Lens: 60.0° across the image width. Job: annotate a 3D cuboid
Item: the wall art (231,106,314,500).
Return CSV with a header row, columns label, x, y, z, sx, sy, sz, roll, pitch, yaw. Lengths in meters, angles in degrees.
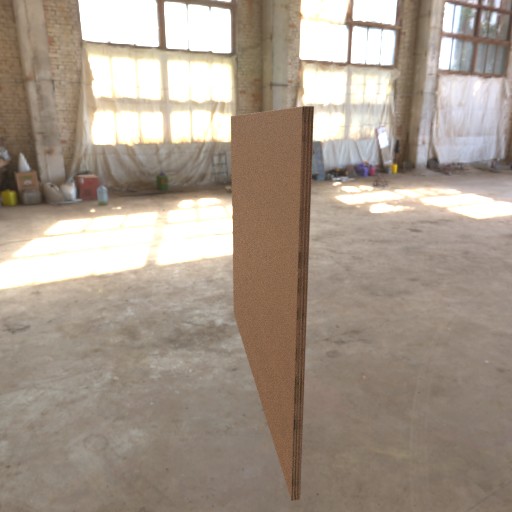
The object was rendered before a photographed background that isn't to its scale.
label,x,y,z,sx,sy,sz,roll,pitch,yaw
wall art,0.000,0.000,0.666,0.010,0.408,0.508,-3,17,-9
